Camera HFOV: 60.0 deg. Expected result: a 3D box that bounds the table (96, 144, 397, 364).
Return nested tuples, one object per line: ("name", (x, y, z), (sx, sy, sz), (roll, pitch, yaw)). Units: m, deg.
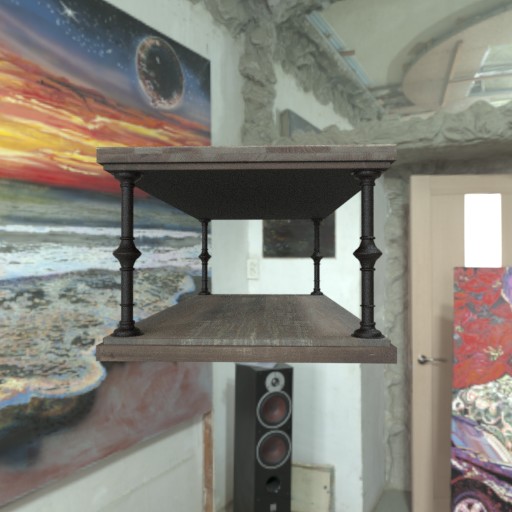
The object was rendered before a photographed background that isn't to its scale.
("table", (0.000, 0.000, 1.359), (0.554, 0.399, 1.088), (0, 0, 2))
